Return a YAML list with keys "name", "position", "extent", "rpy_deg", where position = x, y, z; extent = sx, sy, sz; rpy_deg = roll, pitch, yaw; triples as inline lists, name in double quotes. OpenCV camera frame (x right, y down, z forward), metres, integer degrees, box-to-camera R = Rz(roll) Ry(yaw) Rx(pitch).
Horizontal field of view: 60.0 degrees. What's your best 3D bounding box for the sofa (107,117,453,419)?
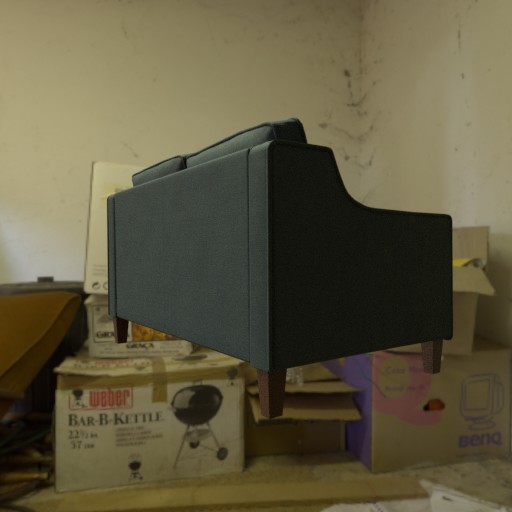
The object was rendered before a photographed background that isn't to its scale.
- name: "sofa"
  position: [0.000, 0.000, 2.168]
  extent: [0.987, 0.971, 1.501]
  rpy_deg: [0, 0, -36]
